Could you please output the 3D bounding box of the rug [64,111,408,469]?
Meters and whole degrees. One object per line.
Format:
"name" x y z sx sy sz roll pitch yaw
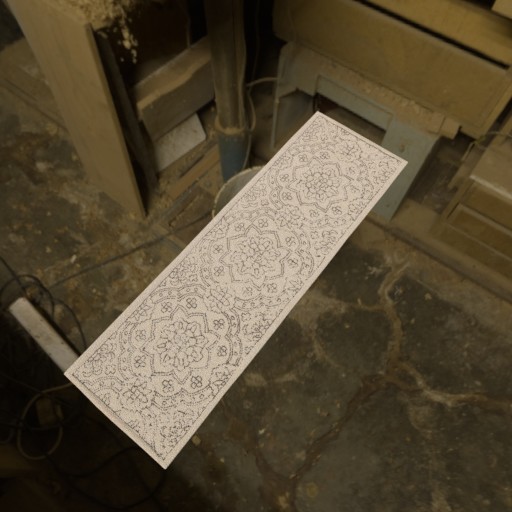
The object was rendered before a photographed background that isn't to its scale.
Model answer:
"rug" 0.000 0.000 2.748 0.769 0.012 2.448 35 69 16
